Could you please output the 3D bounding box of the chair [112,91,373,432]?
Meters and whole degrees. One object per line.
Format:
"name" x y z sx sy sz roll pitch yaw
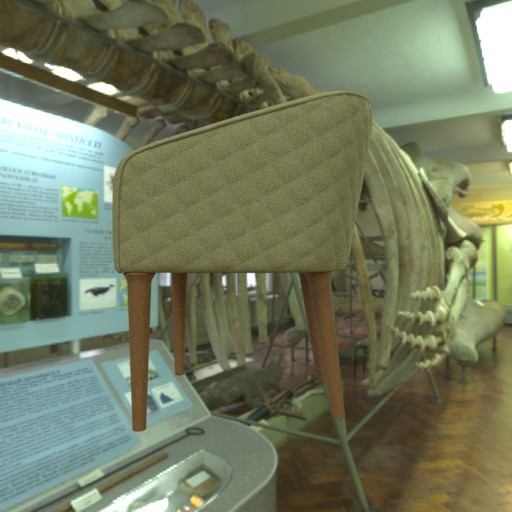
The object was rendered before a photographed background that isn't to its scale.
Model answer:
"chair" 0.000 0.000 1.221 0.616 0.775 0.584 0 0 1
